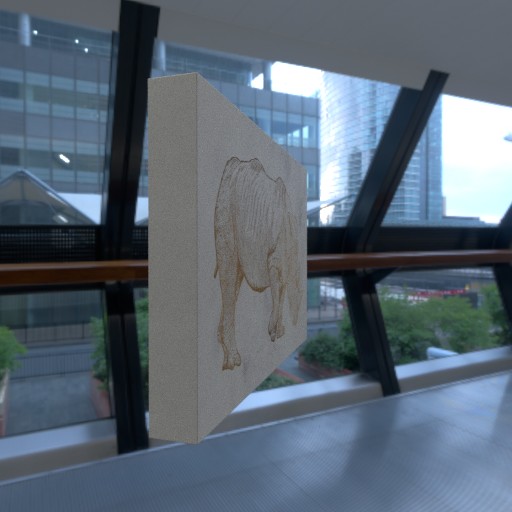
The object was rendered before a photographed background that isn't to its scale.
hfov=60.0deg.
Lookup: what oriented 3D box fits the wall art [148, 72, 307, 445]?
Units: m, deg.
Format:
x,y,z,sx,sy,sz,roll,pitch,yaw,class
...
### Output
x,y,z,sx,sy,sz,roll,pitch,yaw,class
0.000,0.000,0.489,0.038,0.254,0.381,0,1,18,wall art
